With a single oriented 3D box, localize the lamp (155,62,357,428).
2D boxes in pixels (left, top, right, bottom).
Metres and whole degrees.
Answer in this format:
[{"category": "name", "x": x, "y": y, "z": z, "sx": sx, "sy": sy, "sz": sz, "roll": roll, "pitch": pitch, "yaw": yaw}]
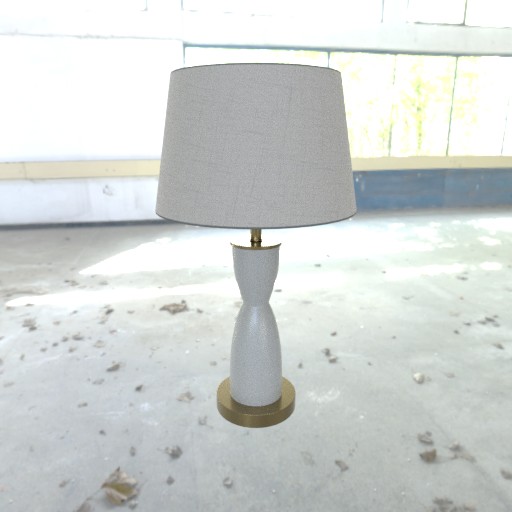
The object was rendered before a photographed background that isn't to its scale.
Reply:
[{"category": "lamp", "x": 0.000, "y": 0.000, "z": 0.716, "sx": 0.309, "sy": 0.545, "sz": 0.309, "roll": 0, "pitch": 16, "yaw": 0}]
